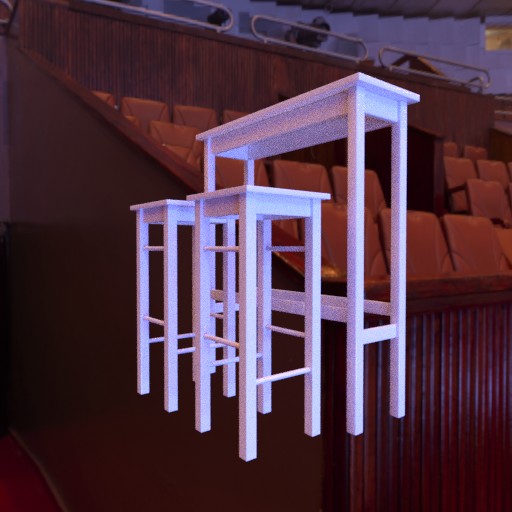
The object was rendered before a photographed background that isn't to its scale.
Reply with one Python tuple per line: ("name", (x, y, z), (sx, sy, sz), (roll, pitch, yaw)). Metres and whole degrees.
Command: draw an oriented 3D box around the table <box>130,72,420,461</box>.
("table", (0.000, 0.000, 1.626), (0.650, 1.065, 0.915), (-1, 2, -38))
